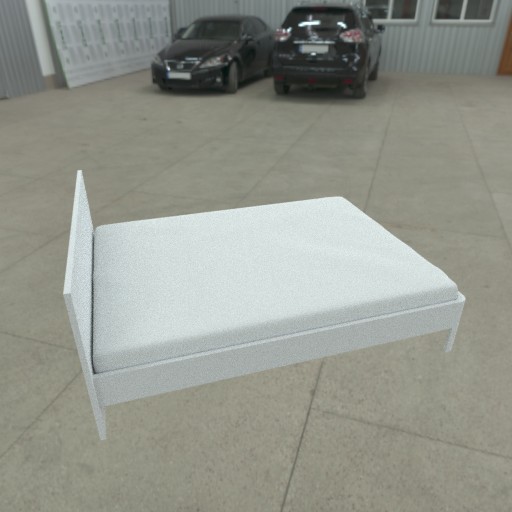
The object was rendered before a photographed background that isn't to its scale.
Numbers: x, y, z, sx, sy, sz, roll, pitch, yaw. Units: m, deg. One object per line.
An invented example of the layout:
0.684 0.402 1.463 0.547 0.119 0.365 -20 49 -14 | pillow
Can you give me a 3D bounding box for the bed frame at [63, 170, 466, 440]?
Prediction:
0.000 0.000 2.696 1.950 0.800 1.490 -9 30 -15 | bed frame
